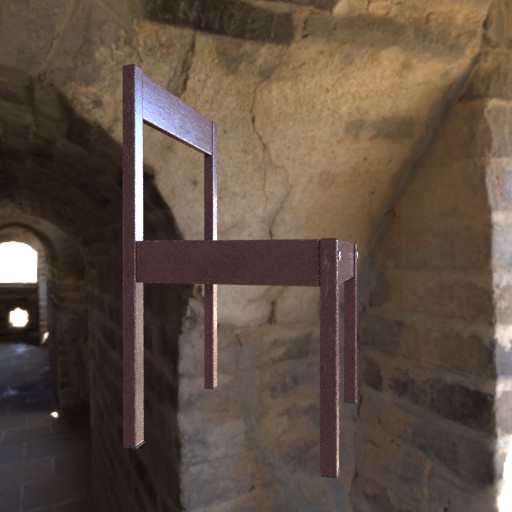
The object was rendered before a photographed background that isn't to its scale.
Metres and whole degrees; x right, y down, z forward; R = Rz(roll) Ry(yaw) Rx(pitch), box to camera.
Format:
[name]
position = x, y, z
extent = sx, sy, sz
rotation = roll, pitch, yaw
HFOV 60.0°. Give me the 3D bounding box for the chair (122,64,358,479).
[chair]
position = 0.000, 0.000, 0.680
extent = 0.285, 0.505, 0.285
rotation = 0, 0, 17
